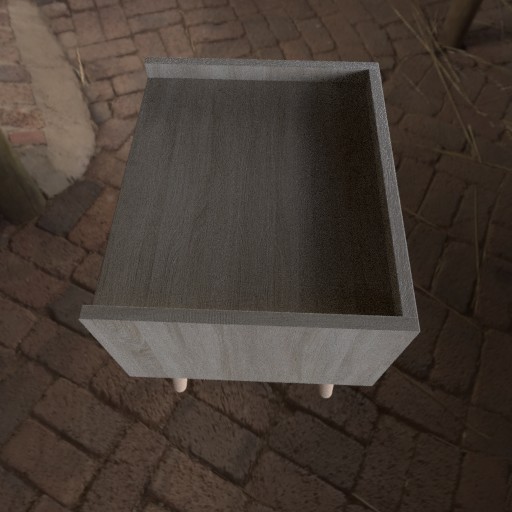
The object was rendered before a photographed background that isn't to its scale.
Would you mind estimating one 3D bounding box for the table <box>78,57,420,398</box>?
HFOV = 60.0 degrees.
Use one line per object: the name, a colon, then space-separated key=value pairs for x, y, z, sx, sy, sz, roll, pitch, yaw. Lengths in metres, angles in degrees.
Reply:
table: x=0.000 y=0.000 z=0.795 sx=0.370 sy=0.470 sz=0.450 roll=2 pitch=60 yaw=1
